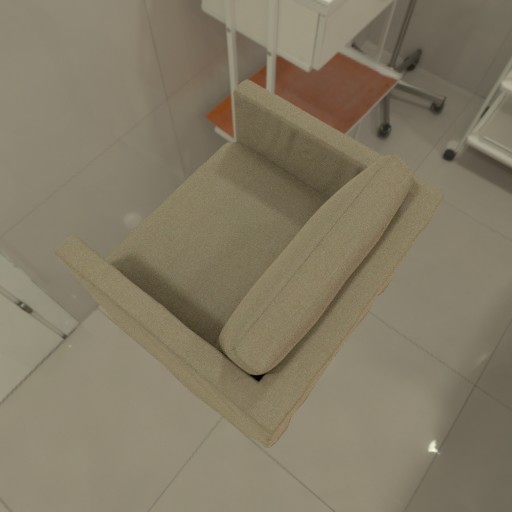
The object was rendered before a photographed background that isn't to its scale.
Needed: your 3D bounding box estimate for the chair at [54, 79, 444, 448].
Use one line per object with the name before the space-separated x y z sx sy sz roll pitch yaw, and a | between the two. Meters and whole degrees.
chair | 0.000 0.000 1.753 0.949 0.863 1.057 35 68 16
